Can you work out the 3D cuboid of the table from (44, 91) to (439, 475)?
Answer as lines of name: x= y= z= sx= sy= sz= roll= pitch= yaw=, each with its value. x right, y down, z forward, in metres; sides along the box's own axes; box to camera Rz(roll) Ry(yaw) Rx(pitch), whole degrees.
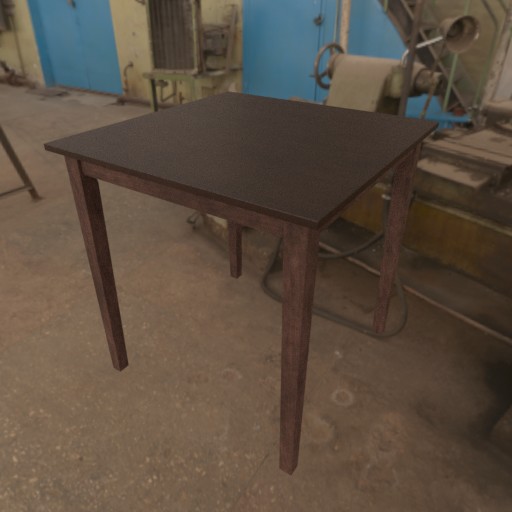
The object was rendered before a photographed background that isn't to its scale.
table: x=0.000 y=0.000 z=1.371 sx=0.749 sy=0.770 sz=0.749 roll=19 pitch=36 yaw=28
